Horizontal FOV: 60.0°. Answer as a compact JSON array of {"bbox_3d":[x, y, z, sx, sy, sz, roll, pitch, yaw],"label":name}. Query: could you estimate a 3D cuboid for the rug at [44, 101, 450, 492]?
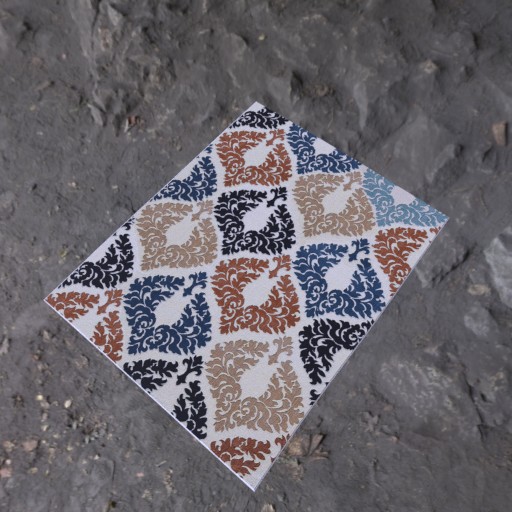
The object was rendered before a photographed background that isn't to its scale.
[{"bbox_3d":[0.000,0.000,4.128,2.423,0.014,3.040,36,69,16],"label":"rug"}]
